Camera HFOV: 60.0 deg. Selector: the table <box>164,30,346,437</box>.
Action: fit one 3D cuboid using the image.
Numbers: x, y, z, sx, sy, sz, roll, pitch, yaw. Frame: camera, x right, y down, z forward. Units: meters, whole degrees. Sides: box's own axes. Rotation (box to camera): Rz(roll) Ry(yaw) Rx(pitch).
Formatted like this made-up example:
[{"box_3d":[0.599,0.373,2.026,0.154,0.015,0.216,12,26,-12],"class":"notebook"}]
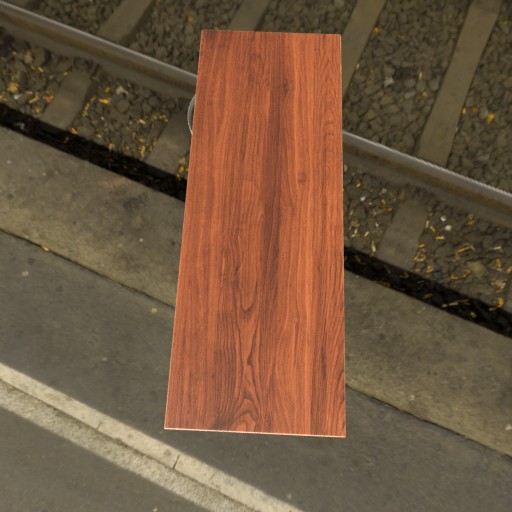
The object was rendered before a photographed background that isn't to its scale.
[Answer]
[{"box_3d":[0.000,0.000,1.349,0.380,0.790,0.930,2,74,1],"class":"table"}]
